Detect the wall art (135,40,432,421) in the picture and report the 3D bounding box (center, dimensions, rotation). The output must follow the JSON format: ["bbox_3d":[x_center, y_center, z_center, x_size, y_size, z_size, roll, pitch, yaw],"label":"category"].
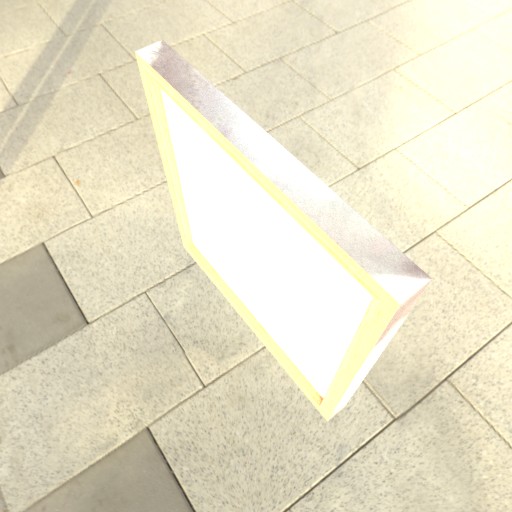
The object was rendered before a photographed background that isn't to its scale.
[{"bbox_3d":[0.000,0.000,0.448,0.028,0.303,0.303,-33,63,-19],"label":"wall art"}]
